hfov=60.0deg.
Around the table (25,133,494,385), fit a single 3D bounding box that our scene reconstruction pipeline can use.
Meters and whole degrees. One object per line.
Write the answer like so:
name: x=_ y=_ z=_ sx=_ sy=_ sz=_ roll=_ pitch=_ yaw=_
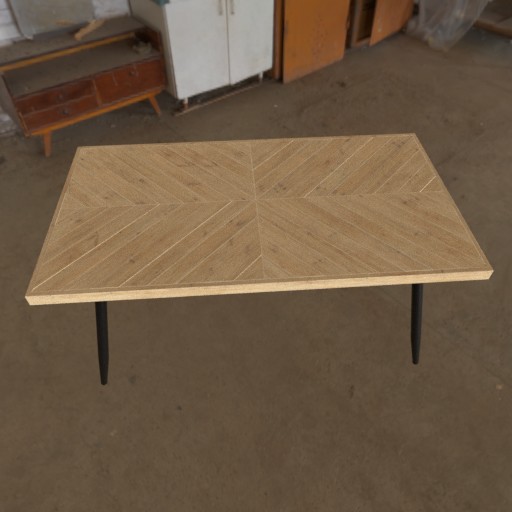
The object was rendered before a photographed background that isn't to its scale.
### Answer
table: x=0.000 y=0.000 z=2.315 sx=1.803 sy=0.762 sz=0.991 roll=-3 pitch=47 yaw=-3
